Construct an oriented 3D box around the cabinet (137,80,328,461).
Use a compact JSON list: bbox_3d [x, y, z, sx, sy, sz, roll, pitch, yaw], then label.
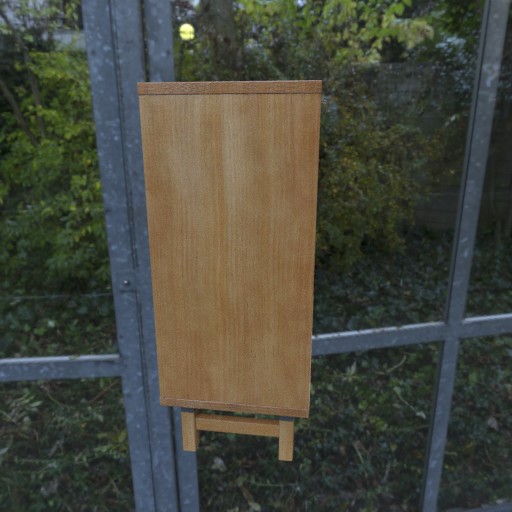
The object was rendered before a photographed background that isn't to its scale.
[{"bbox_3d":[0.000,0.000,1.454,0.419,1.001,0.800,2,17,8],"label":"cabinet"}]
